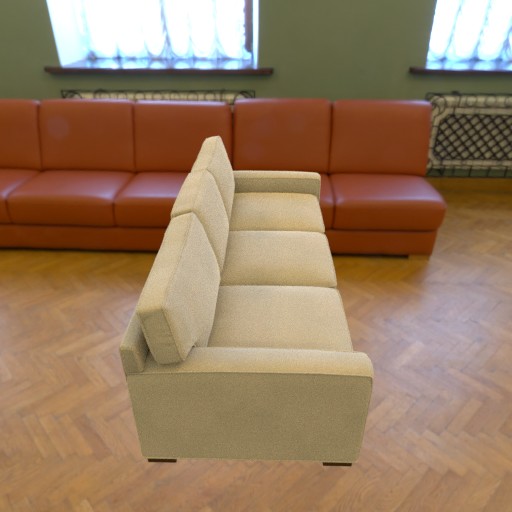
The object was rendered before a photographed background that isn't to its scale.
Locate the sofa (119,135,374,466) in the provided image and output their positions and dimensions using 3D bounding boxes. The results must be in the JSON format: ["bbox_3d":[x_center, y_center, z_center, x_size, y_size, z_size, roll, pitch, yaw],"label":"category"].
[{"bbox_3d":[0.000,0.000,2.577,0.935,0.862,2.088,1,31,1],"label":"sofa"}]
